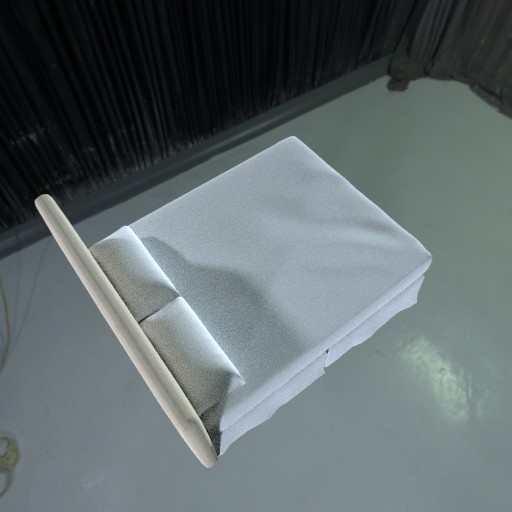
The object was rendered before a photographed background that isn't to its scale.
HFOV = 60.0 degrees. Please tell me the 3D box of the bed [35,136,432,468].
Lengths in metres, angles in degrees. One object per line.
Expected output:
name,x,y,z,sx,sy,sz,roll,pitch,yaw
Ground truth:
bed,0.000,0.000,3.160,2.142,1.330,1.723,-33,63,-19
